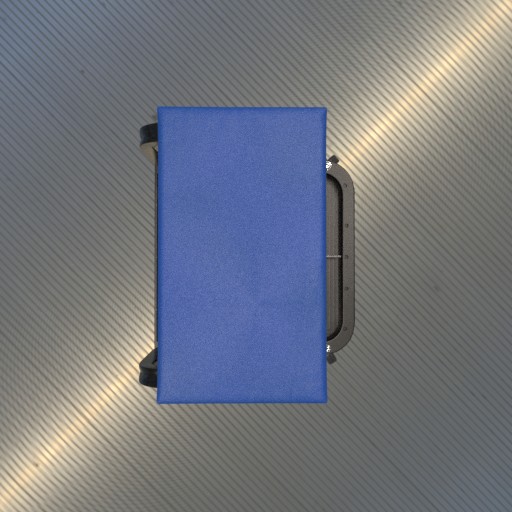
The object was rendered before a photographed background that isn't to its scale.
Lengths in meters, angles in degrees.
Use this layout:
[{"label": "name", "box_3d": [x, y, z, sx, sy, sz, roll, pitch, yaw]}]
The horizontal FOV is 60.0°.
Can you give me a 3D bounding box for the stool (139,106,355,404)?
[{"label": "stool", "box_3d": [0.000, 0.000, 0.733, 0.371, 0.380, 0.446, 0, 89, -1]}]
